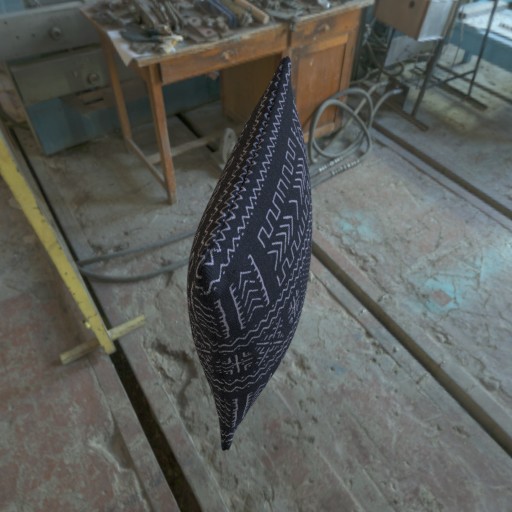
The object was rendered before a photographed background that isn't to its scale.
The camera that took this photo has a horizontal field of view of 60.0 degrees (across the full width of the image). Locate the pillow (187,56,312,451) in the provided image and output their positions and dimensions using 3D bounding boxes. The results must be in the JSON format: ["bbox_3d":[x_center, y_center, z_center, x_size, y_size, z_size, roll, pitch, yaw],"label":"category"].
[{"bbox_3d":[0.000,0.000,0.666,0.164,0.430,0.438,9,49,8],"label":"pillow"}]
